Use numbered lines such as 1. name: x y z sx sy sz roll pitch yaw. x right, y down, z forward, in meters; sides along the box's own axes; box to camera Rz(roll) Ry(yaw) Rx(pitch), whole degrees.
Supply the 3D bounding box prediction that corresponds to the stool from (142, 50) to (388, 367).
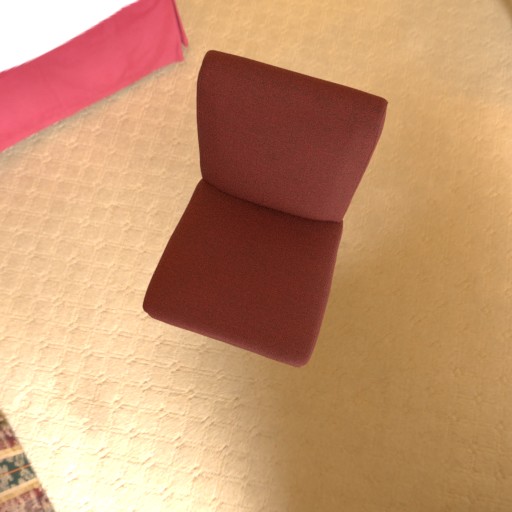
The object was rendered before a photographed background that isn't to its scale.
1. stool: 0.000 0.000 1.343 0.468 1.038 0.562 18 75 5
